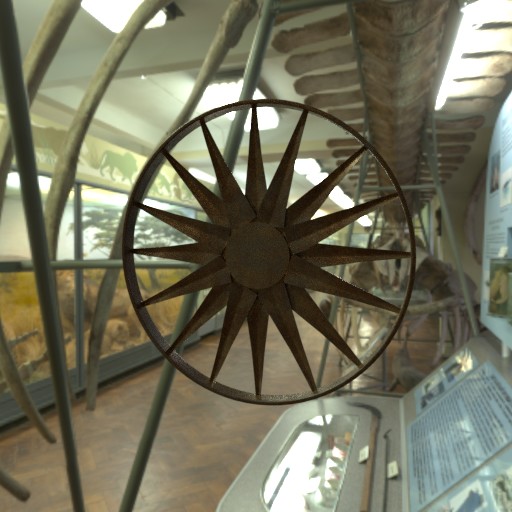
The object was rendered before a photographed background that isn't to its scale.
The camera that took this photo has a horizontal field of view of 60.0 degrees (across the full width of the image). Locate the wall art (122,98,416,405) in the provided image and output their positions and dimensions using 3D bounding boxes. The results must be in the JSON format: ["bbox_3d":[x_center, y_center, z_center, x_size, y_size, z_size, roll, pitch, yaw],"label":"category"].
[{"bbox_3d":[0.000,0.000,0.857,0.582,0.583,0.084,0,0,18],"label":"wall art"}]
